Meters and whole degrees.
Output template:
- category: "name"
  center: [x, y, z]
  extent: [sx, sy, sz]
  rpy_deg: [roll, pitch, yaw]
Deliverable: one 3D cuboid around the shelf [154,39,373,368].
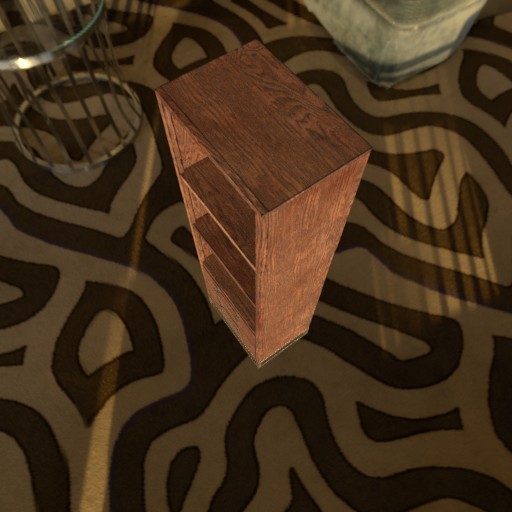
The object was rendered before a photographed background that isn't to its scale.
- category: "shelf"
  center: [0.000, 0.000, 2.018]
  extent: [0.395, 1.732, 0.539]
  rpy_deg: [-33, 68, -15]
